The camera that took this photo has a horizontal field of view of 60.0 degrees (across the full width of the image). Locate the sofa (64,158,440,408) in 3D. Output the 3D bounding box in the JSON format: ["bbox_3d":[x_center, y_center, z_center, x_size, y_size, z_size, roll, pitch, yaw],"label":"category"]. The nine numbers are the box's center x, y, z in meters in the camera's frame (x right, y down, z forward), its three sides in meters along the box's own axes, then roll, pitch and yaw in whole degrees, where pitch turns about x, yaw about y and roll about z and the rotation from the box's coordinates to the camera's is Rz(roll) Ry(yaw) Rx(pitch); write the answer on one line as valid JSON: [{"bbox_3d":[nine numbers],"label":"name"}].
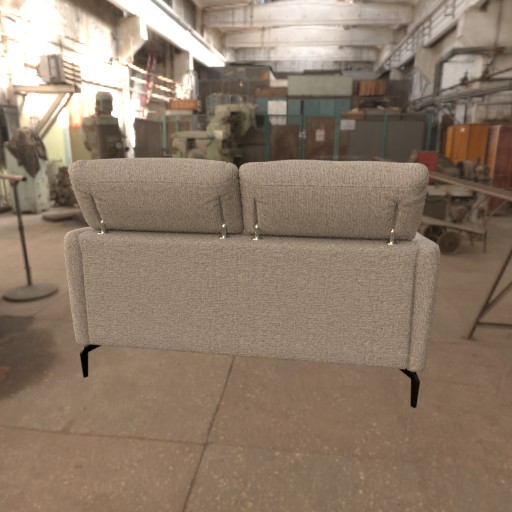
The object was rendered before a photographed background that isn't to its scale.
[{"bbox_3d":[0.000,0.000,2.126,1.540,0.950,0.905,2,15,9],"label":"sofa"}]
